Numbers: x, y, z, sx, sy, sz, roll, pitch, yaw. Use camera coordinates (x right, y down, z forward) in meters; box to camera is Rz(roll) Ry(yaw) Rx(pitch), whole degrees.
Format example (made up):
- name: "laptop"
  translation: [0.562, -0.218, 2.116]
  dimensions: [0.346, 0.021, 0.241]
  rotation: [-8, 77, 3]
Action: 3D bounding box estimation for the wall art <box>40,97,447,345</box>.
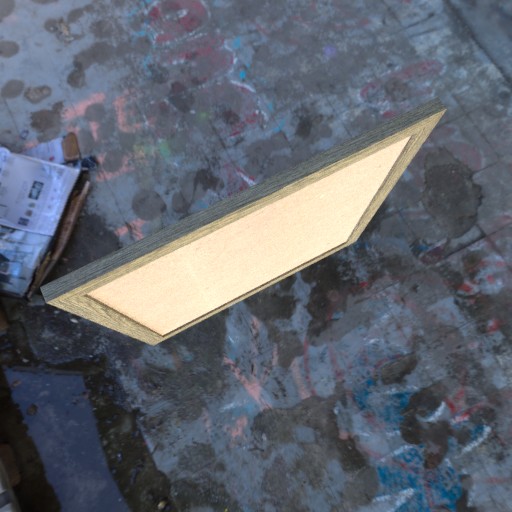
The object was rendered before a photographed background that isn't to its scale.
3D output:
- name: "wall art"
  translation: [0.000, 0.000, 0.745]
  dimensions: [0.508, 0.508, 0.019]
  rotation: [-27, 75, -8]
